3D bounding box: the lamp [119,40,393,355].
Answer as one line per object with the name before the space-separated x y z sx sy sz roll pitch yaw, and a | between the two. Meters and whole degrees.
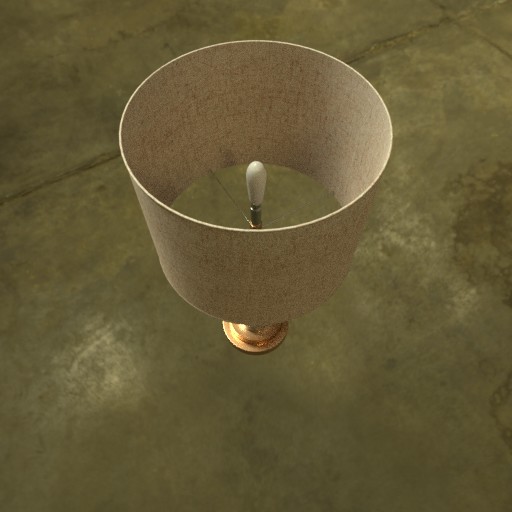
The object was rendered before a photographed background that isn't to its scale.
lamp | 0.000 0.000 0.785 0.321 0.610 0.321 13 59 8
